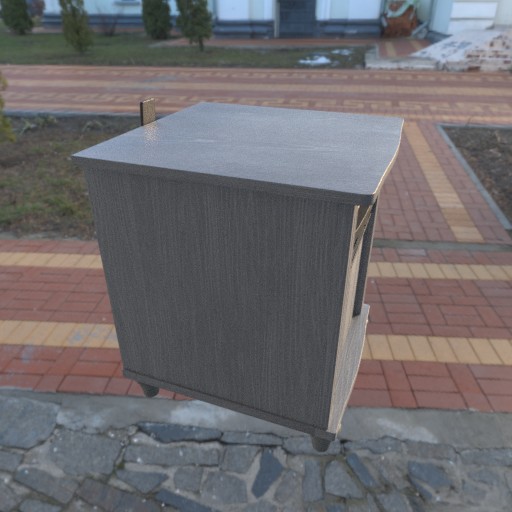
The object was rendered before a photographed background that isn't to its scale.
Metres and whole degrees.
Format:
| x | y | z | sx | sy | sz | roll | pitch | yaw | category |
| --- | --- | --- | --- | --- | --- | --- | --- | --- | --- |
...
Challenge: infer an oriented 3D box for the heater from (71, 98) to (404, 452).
| x | y | z | sx | sy | sz | roll | pitch | yaw | category |
| --- | --- | --- | --- | --- | --- | --- | --- | --- | --- |
| 0.000 | 0.000 | 0.746 | 0.400 | 0.481 | 0.362 | 11 | 32 | 18 | heater |
